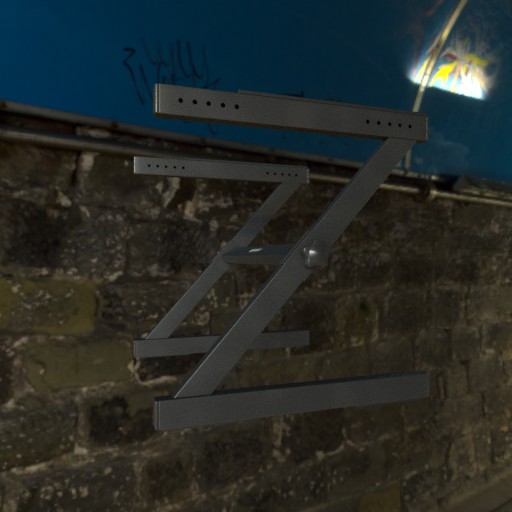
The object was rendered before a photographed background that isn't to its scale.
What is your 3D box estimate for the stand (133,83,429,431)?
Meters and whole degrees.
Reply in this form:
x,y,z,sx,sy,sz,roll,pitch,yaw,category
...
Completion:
x,y,z,sx,sy,sz,roll,pitch,yaw,category
0.000,0.000,1.160,0.586,0.617,0.700,0,0,-19,stand
